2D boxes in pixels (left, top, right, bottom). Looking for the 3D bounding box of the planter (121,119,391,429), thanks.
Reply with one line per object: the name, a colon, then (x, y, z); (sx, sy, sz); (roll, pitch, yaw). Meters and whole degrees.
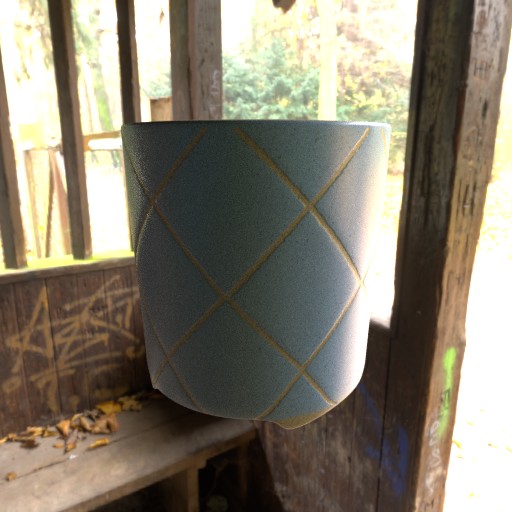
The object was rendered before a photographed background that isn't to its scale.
planter: (0.000, 0.000, 0.416); (0.227, 0.235, 0.227); (0, 14, 0)
